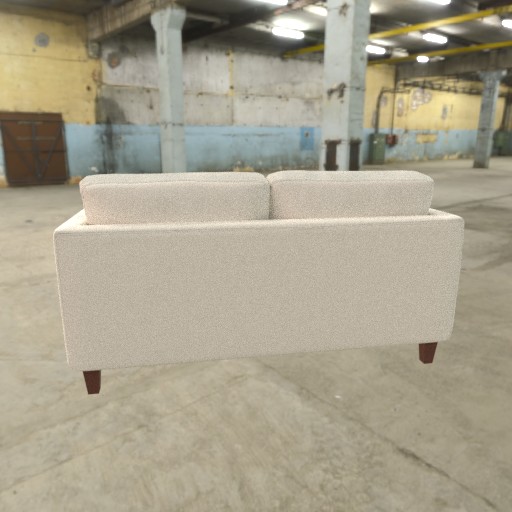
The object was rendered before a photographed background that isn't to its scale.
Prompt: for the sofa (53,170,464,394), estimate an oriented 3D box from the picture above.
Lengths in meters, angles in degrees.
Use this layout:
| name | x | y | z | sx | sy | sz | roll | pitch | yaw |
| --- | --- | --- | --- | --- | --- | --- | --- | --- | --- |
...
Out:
| name | x | y | z | sx | sy | sz | roll | pitch | yaw |
| --- | --- | --- | --- | --- | --- | --- | --- | --- | --- |
| sofa | 0.000 | 0.000 | 2.265 | 1.702 | 0.888 | 0.964 | -2 | 15 | -10 |
